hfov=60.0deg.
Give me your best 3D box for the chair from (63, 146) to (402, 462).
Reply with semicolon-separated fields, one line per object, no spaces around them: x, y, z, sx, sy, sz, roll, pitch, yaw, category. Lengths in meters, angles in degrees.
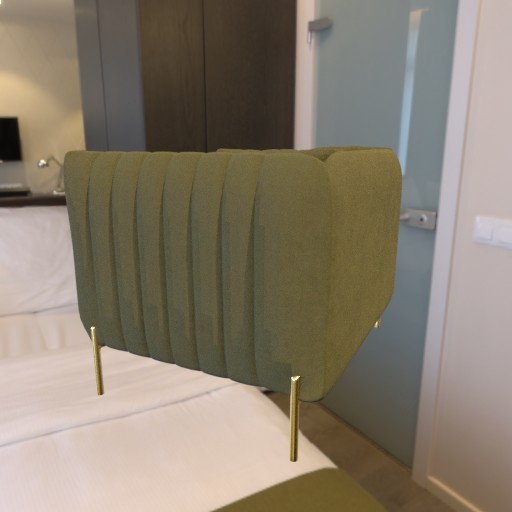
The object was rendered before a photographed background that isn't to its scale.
0.000;0.000;1.647;0.877;0.794;1.032;7;16;26;chair
